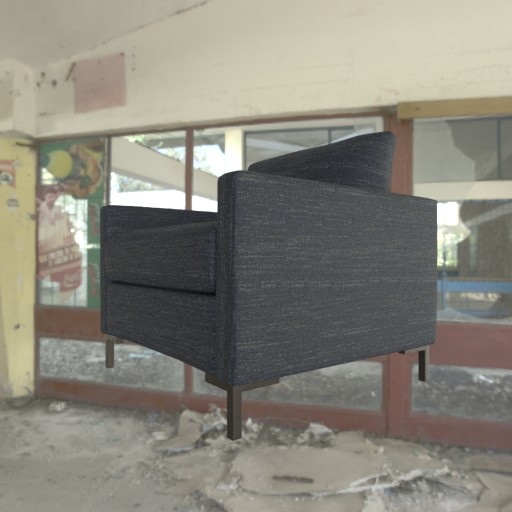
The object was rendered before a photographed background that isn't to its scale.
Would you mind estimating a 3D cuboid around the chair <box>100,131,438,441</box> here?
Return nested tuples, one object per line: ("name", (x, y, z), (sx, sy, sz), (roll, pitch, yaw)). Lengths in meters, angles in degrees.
("chair", (0.000, 0.000, 1.616), (0.866, 0.861, 0.963), (0, 0, -38))
